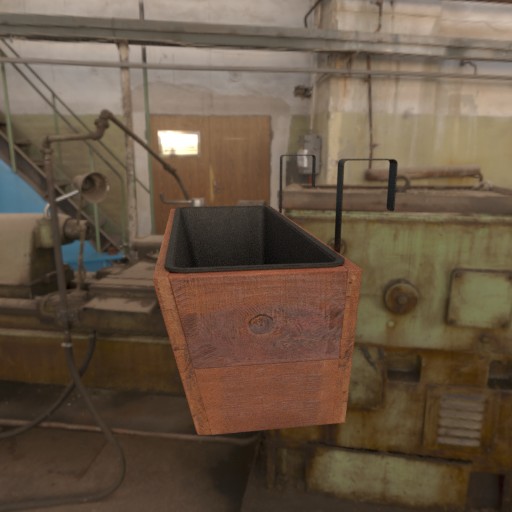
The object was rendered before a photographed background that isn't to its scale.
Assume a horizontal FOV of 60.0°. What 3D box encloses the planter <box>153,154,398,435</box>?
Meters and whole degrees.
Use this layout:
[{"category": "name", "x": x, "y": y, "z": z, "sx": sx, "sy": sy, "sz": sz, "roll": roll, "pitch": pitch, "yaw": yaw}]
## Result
[{"category": "planter", "x": 0.000, "y": 0.000, "z": 0.660, "sx": 0.262, "sy": 0.289, "sz": 0.480, "roll": -2, "pitch": 14, "yaw": -8}]
